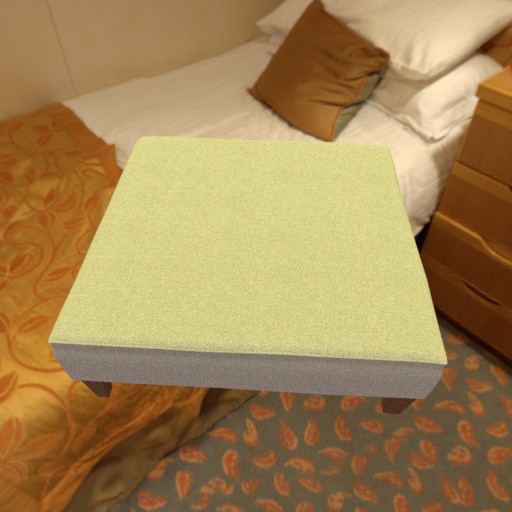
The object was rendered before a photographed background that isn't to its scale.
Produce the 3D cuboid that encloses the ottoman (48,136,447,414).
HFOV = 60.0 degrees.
[{"bbox_3d":[0.000,0.000,1.530,1.004,0.379,0.968,2,46,2],"label":"ottoman"}]
